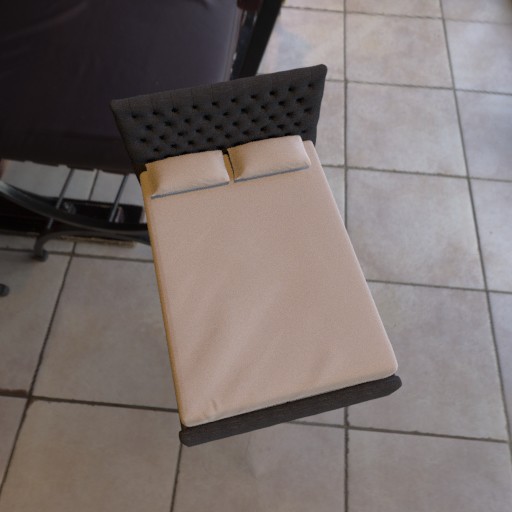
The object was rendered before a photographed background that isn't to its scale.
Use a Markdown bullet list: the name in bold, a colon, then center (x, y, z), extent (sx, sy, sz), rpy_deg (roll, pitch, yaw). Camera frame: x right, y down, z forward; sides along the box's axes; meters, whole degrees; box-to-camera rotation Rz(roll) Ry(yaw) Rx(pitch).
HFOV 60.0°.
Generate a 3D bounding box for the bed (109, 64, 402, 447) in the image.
- **bed**: center (0.000, 0.000, 3.489), extent (1.698, 1.427, 2.387), rpy_deg (-12, 64, -6)
